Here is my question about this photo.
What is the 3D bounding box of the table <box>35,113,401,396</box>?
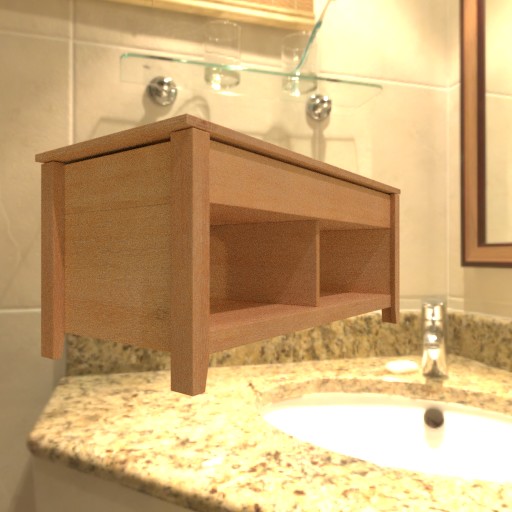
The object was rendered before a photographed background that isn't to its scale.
[{"bbox_3d":[0.000,0.000,1.260,0.483,0.457,1.016,0,0,37],"label":"table"}]
